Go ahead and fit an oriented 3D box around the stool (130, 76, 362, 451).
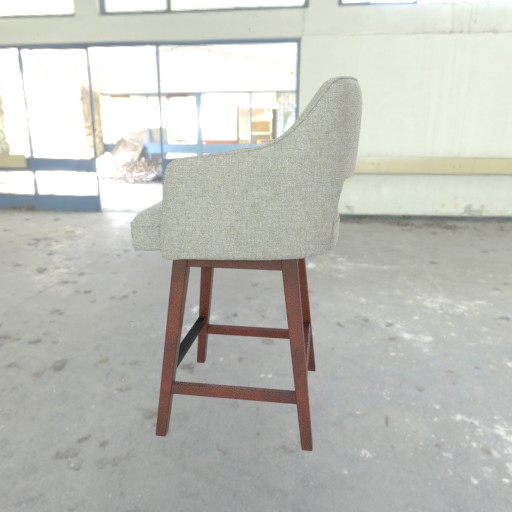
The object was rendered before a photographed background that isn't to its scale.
[{"bbox_3d":[0.000,0.000,1.297,0.558,0.944,0.599,2,15,8],"label":"stool"}]
